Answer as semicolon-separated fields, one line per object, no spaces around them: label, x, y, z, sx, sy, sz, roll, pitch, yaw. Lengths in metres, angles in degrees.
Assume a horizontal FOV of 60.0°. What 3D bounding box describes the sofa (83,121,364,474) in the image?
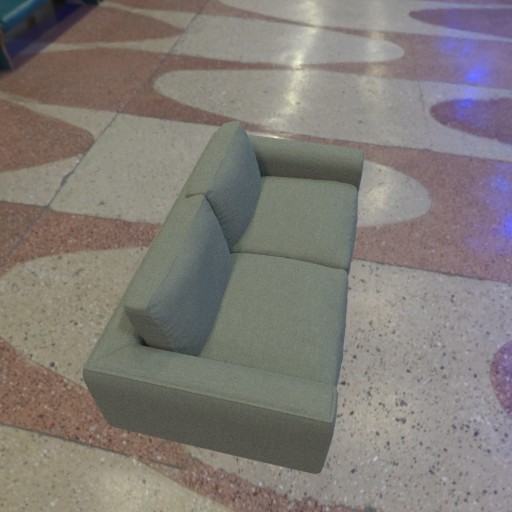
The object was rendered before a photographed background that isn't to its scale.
sofa;0.000;0.000;2.462;1.069;0.800;1.920;9;47;9
